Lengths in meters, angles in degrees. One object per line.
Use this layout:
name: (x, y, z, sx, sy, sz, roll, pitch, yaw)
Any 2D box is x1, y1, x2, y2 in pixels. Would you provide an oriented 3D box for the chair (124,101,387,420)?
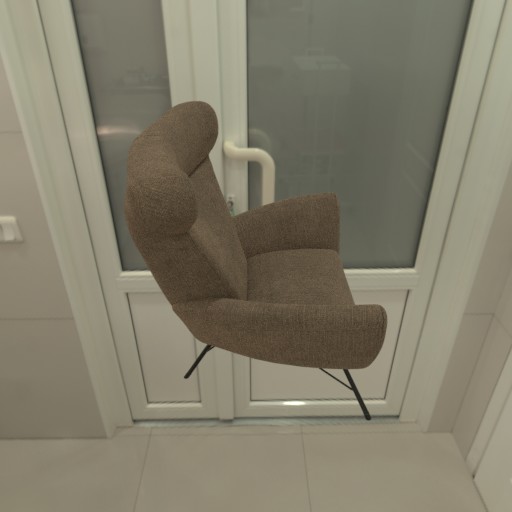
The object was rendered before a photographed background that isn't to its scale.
chair: (0.000, 0.000, 1.797, 0.900, 1.040, 0.980, 0, 32, -1)
